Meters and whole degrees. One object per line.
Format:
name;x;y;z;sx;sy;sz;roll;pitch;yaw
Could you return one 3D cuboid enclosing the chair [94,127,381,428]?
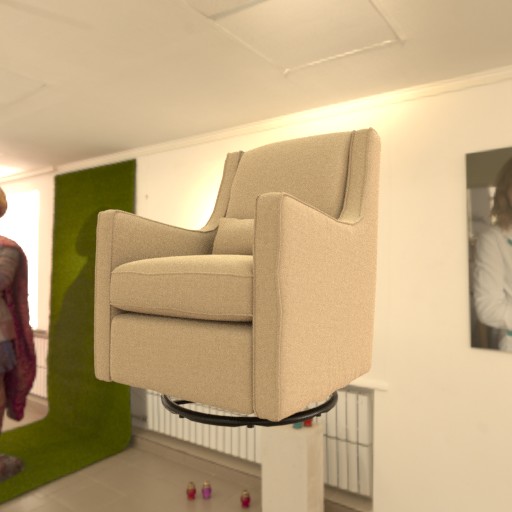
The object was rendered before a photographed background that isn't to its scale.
chair;0.000;0.000;1.603;0.732;0.993;0.879;-1;-1;35
